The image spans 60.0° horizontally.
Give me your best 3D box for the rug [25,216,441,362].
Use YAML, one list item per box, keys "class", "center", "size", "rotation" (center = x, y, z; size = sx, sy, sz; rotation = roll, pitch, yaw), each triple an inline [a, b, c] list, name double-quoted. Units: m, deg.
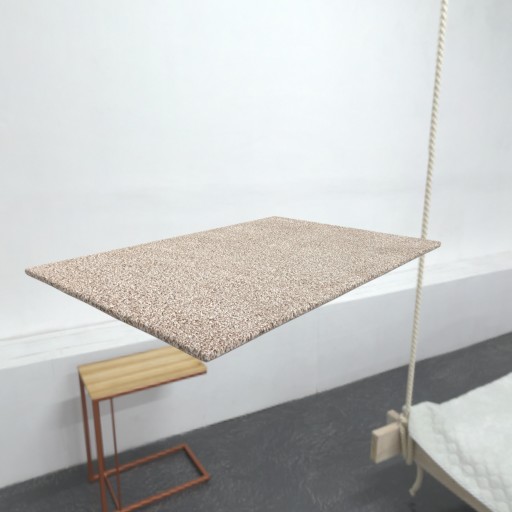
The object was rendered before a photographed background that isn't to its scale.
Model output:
- class: "rug"
  center: [0.000, 0.000, 2.243]
  size: [1.219, 0.030, 1.778]
  rotation: [13, 20, 40]
